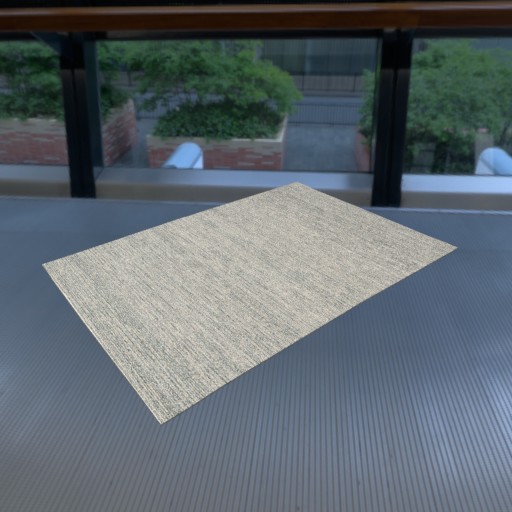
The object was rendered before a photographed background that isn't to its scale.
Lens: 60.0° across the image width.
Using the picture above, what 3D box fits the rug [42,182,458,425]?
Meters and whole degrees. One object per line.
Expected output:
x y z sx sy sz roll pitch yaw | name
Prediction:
0.000 0.000 3.008 2.338 0.030 1.616 -23 38 -33 | rug
